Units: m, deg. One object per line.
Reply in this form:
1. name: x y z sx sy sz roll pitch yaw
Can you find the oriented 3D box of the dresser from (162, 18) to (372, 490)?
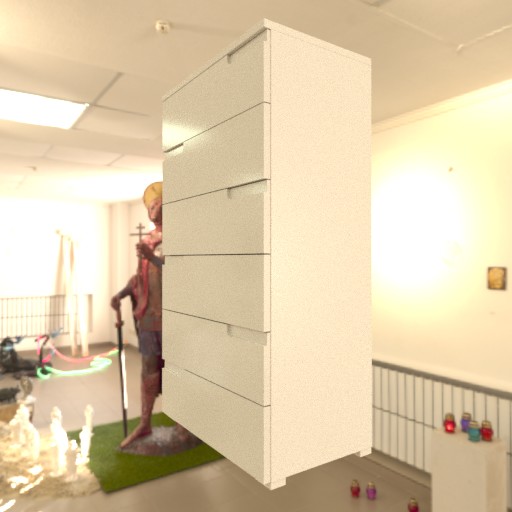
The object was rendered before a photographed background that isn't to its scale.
1. dresser: 0.000 0.000 1.490 0.400 1.190 0.650 0 0 -35
